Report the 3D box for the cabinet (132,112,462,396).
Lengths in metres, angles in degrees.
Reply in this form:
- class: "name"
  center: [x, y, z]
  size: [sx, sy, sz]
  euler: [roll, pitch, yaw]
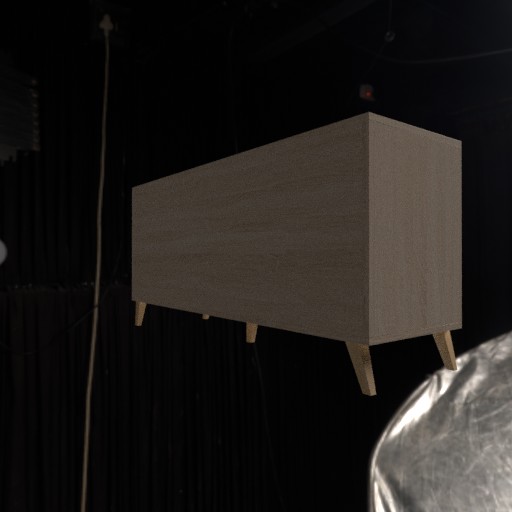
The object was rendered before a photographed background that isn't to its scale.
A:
- class: "cabinet"
  center: [0.000, 0.000, 2.014]
  size: [0.500, 0.780, 1.649]
  euler: [0, 0, -38]
